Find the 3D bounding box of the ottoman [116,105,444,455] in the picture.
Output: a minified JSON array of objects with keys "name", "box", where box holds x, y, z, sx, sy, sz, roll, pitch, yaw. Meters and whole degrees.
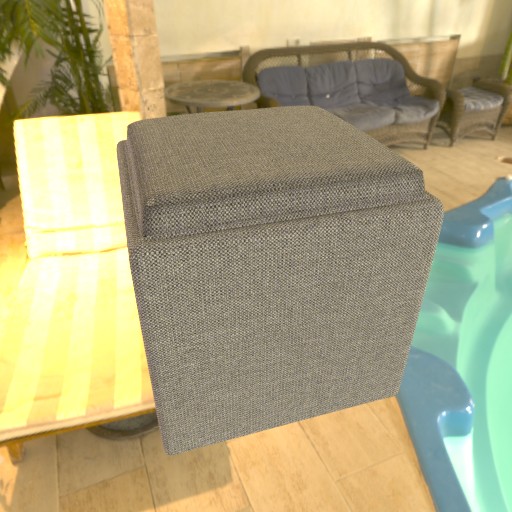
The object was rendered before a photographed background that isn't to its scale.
[{"name":"ottoman","box":[0.000,0.000,0.854,0.454,0.487,0.436,-9,34,-14]}]
